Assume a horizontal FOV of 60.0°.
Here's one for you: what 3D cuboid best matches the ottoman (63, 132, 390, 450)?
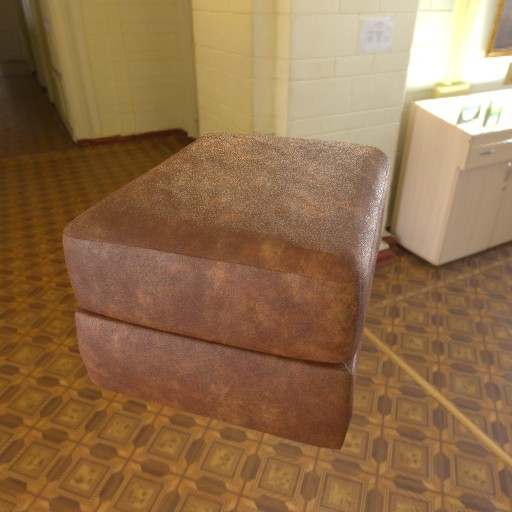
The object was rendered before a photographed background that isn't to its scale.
[{"bbox_3d":[0.000,0.000,1.148,0.603,0.476,0.751,9,31,15],"label":"ottoman"}]
